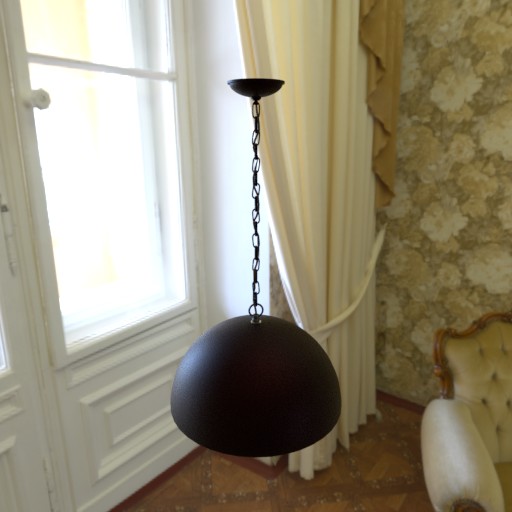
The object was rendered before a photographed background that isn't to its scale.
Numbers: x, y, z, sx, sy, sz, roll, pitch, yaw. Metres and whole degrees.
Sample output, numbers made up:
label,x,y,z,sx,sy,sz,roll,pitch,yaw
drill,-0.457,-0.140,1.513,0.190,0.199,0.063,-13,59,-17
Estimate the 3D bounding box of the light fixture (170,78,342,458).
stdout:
label,x,y,z,sx,sy,sz,roll,pitch,yaw
light fixture,0.000,0.000,1.182,0.492,0.869,0.492,-2,16,-8
